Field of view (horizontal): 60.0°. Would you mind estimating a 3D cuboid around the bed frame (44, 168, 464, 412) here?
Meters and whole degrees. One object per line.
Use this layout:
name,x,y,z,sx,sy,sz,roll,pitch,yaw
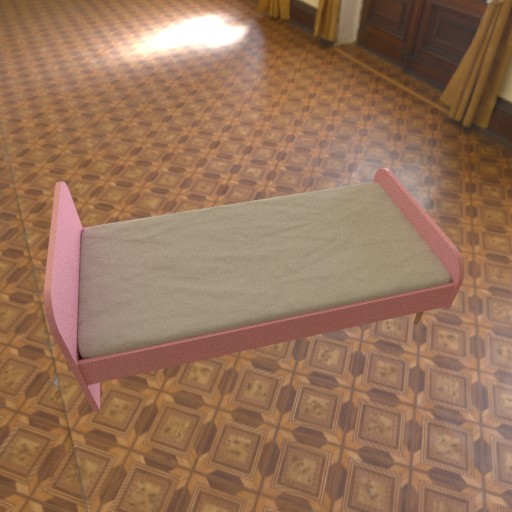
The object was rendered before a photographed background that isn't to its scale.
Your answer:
bed frame,0.000,0.000,2.503,1.963,0.805,0.998,-10,45,-10
